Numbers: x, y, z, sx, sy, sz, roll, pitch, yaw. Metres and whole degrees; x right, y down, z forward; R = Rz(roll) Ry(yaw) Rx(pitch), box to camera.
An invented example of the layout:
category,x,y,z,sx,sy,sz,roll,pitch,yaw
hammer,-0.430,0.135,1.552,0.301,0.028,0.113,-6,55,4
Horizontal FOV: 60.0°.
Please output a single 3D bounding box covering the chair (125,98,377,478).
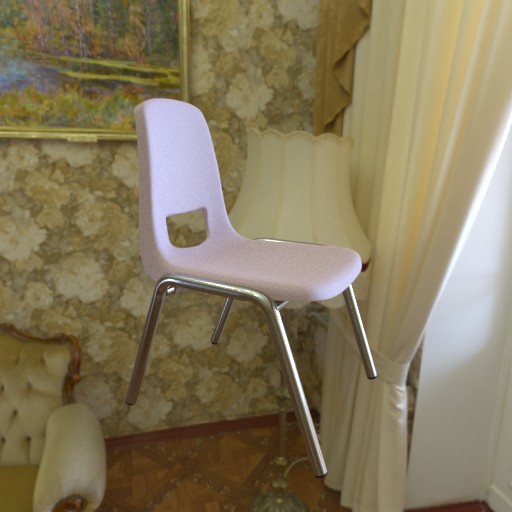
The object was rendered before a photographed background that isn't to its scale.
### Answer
category,x,y,z,sx,sy,sz,roll,pitch,yaw
chair,0.000,0.000,0.852,0.423,0.586,0.354,7,16,27
